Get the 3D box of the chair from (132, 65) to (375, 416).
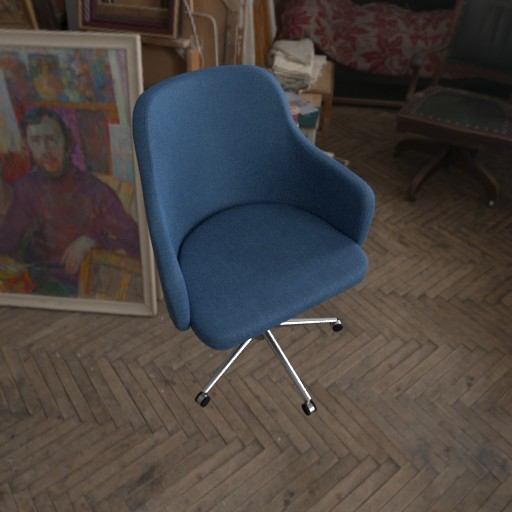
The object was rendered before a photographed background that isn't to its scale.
[{"bbox_3d":[0.000,0.000,1.249,0.599,0.820,0.655,-23,50,-21],"label":"chair"}]
